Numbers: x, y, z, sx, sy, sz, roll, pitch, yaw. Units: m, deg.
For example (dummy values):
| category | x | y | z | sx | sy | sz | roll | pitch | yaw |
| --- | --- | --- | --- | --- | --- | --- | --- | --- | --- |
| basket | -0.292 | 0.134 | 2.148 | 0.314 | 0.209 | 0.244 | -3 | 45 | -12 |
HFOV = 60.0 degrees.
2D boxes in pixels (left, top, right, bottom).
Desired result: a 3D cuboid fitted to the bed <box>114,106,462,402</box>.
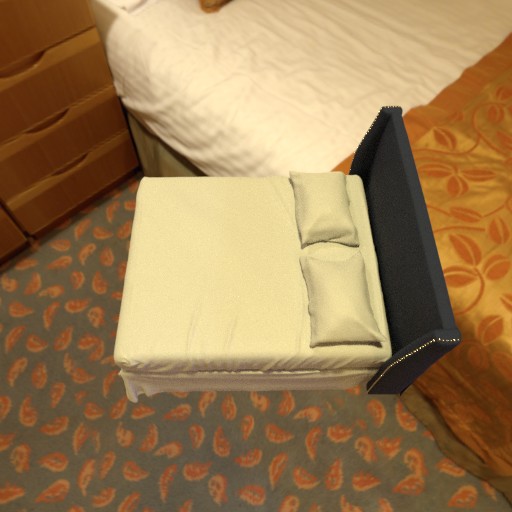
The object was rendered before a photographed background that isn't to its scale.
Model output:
| category | x | y | z | sx | sy | sz | roll | pitch | yaw |
| --- | --- | --- | --- | --- | --- | --- | --- | --- | --- |
| bed | 0.000 | 0.000 | 3.468 | 2.276 | 1.332 | 1.925 | -1 | 60 | 0 |
